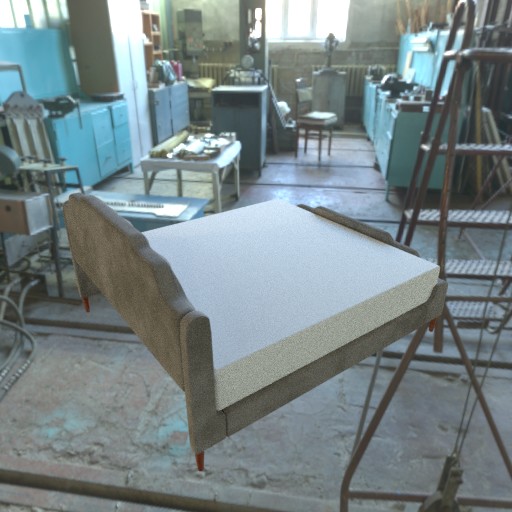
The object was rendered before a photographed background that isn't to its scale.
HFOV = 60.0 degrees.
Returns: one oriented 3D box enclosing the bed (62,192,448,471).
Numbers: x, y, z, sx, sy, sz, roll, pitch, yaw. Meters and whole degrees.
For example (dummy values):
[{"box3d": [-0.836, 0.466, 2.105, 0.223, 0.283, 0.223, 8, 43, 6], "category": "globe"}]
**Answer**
[{"box3d": [0.000, 0.000, 3.570, 2.340, 1.245, 2.074, -18, 32, -32], "category": "bed"}]
